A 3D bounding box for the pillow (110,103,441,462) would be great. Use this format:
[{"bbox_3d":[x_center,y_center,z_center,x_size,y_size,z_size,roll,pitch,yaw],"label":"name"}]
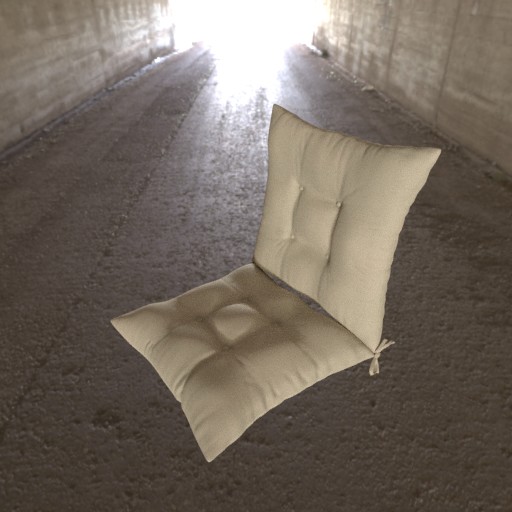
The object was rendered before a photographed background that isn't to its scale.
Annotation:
[{"bbox_3d":[0.000,0.000,1.018,0.585,0.536,0.541,-21,37,-30],"label":"pillow"}]
